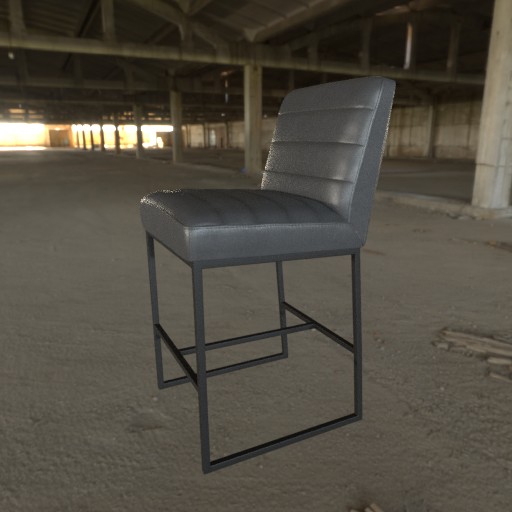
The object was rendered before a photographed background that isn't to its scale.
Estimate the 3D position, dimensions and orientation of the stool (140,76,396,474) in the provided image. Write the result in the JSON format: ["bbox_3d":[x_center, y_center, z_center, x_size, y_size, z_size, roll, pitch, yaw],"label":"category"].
[{"bbox_3d":[0.000,0.000,1.254,0.552,0.938,0.457,-7,17,-26],"label":"stool"}]
